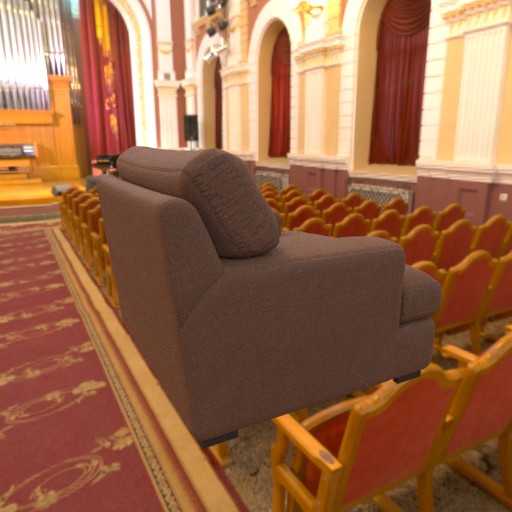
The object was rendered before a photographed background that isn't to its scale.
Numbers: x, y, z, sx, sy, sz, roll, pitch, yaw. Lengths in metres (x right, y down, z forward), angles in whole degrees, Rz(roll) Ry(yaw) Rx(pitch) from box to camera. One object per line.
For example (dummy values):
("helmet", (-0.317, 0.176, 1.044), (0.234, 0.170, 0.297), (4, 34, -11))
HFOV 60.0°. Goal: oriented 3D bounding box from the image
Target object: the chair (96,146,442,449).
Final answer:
("chair", (0.000, 0.000, 1.957), (1.143, 0.940, 1.168), (-7, 16, -27))
